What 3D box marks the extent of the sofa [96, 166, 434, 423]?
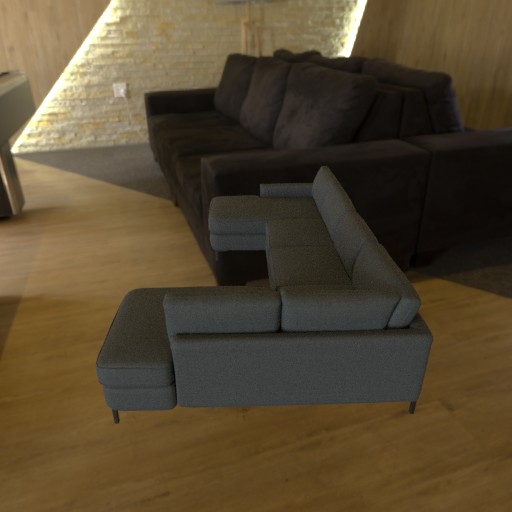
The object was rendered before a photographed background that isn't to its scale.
[{"bbox_3d":[0.000,0.000,3.889,1.984,0.858,2.975,-1,27,-2],"label":"sofa"}]
